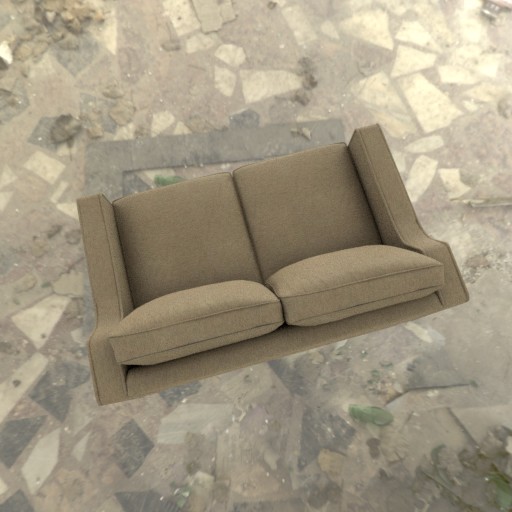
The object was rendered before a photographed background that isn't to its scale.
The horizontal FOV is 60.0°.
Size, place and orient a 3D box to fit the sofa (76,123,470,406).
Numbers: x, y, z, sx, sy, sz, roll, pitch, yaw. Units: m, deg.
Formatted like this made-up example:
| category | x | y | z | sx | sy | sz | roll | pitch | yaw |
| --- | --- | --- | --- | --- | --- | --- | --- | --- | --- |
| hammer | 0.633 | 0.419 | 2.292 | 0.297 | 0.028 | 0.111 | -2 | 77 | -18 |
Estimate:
| category | x | y | z | sx | sy | sz | roll | pitch | yaw |
| --- | --- | --- | --- | --- | --- | --- | --- | --- | --- |
| sofa | 0.000 | 0.000 | 2.149 | 1.503 | 0.981 | 0.985 | -15 | 75 | -4 |
